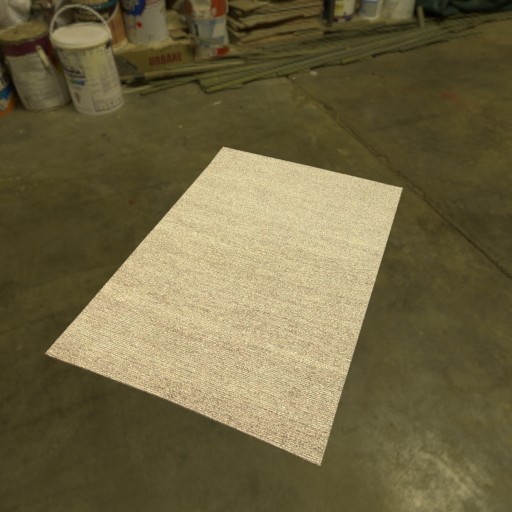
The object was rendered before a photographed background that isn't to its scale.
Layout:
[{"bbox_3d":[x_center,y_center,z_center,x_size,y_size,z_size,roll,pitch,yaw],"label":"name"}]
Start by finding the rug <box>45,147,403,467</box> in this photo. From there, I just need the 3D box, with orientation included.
[{"bbox_3d":[0.000,0.000,3.032,1.609,0.030,2.342,16,48,16],"label":"rug"}]
